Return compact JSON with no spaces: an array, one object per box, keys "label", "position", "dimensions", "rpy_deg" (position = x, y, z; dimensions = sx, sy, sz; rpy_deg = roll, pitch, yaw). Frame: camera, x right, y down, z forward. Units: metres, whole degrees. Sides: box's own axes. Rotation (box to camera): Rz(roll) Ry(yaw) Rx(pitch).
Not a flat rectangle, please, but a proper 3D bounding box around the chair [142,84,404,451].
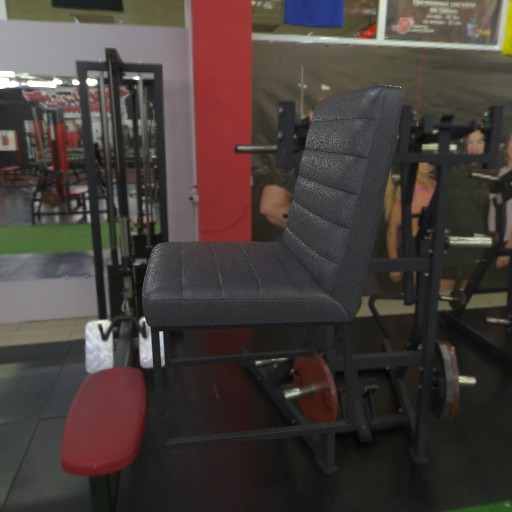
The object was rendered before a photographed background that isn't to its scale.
[{"label":"chair","position":[0.000,0.000,1.323],"dimensions":[0.634,0.930,0.520],"rpy_deg":[-2,16,-9]}]
